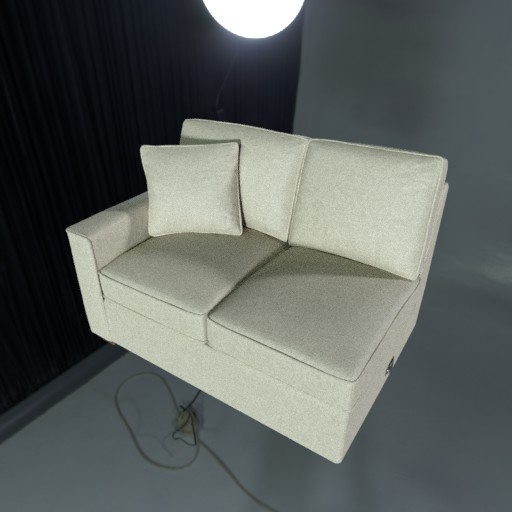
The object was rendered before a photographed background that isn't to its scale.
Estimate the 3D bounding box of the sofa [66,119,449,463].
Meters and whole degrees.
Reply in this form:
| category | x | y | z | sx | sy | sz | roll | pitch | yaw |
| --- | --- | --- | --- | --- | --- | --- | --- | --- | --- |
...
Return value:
| category | x | y | z | sx | sy | sz | roll | pitch | yaw |
| --- | --- | --- | --- | --- | --- | --- | --- | --- | --- |
| sofa | 0.000 | 0.000 | 2.027 | 1.388 | 0.989 | 0.991 | 18 | 35 | 28 |
